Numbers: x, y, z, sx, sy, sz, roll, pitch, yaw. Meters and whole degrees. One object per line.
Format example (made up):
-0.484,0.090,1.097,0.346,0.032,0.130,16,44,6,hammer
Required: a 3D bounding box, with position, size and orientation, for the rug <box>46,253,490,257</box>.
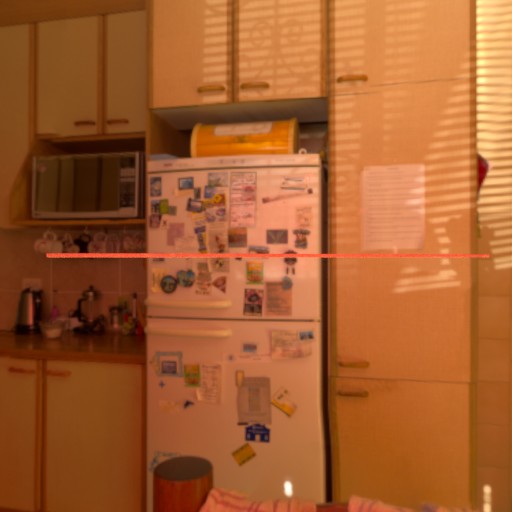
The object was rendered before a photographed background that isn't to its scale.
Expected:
0.000,0.000,2.292,1.829,0.014,1.219,0,0,-19,rug
